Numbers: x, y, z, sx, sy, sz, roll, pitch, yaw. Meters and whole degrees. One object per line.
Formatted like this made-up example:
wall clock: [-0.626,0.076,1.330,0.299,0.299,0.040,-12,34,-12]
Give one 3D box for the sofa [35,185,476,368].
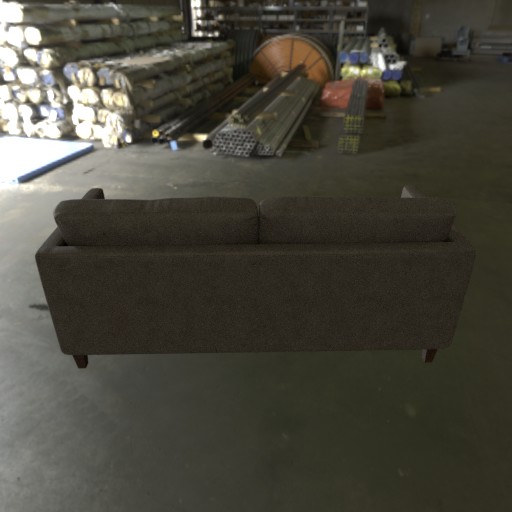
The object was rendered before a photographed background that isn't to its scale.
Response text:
sofa: [0.000,0.000,2.703,2.208,0.965,0.951,-1,29,-1]
